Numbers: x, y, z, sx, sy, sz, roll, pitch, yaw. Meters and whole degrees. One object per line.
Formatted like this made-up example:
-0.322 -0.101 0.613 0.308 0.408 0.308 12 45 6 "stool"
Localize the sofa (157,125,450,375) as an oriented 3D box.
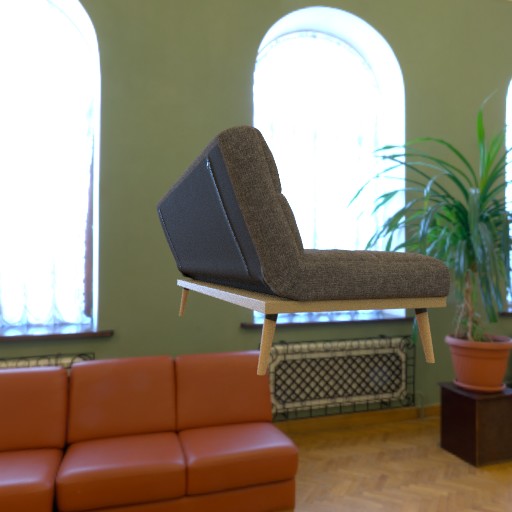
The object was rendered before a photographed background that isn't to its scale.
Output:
0.000 0.000 2.246 0.820 0.770 1.820 0 -1 -19 "sofa"
